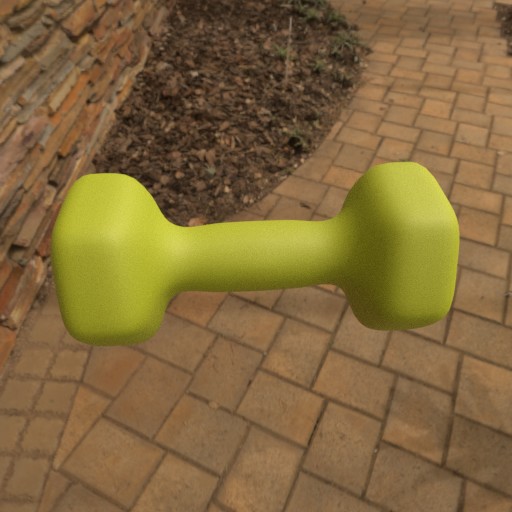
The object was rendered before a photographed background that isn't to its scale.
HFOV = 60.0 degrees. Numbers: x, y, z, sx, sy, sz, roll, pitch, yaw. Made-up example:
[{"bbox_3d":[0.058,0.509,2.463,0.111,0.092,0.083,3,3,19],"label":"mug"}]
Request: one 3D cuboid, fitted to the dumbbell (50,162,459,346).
[{"bbox_3d":[0.000,0.000,0.200,0.164,0.072,0.080,-2,46,-2],"label":"dumbbell"}]
